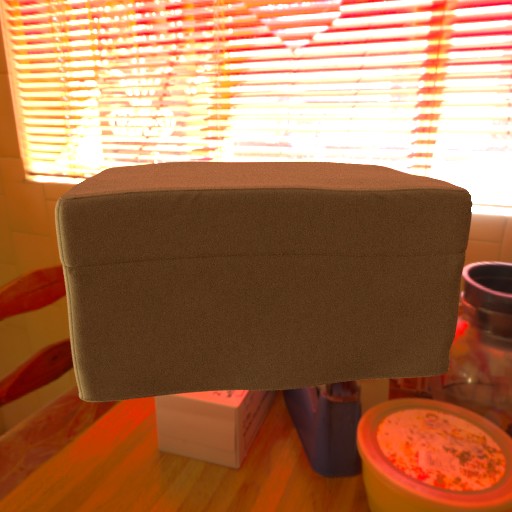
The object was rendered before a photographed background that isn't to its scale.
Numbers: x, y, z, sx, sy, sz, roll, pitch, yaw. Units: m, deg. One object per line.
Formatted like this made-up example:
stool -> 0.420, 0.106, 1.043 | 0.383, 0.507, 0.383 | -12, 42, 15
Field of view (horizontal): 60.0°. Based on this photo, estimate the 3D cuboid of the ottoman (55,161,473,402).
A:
ottoman -> 0.000, 0.000, 1.200 | 0.833, 0.461, 0.648 | -2, 17, -7
